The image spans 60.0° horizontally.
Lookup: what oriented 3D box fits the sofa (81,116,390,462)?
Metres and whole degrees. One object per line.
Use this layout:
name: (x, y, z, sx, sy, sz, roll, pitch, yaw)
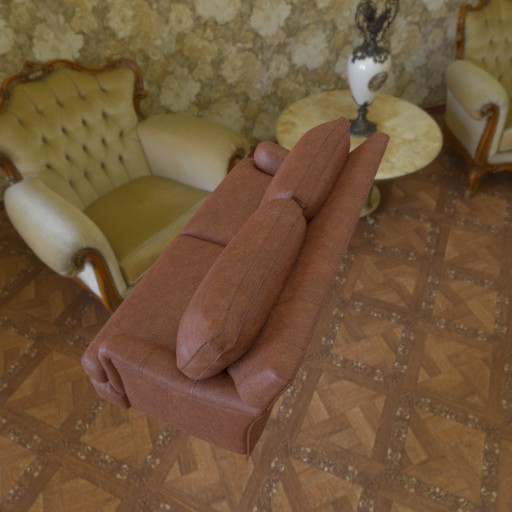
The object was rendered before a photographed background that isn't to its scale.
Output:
sofa: (0.000, 0.000, 2.811, 1.147, 1.071, 2.144, 16, 47, 16)
